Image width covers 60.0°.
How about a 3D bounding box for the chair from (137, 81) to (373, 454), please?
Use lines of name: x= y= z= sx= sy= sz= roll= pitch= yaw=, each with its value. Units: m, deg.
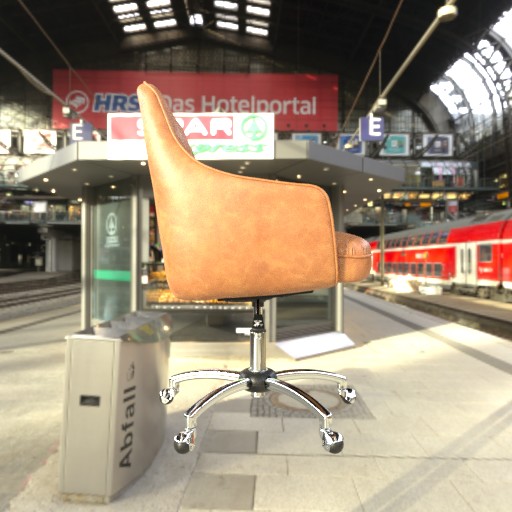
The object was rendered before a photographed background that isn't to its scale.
chair: x=0.000 y=0.000 z=1.290 sx=0.615 sy=0.909 sz=0.628 roll=0 pitch=0 yaw=0
